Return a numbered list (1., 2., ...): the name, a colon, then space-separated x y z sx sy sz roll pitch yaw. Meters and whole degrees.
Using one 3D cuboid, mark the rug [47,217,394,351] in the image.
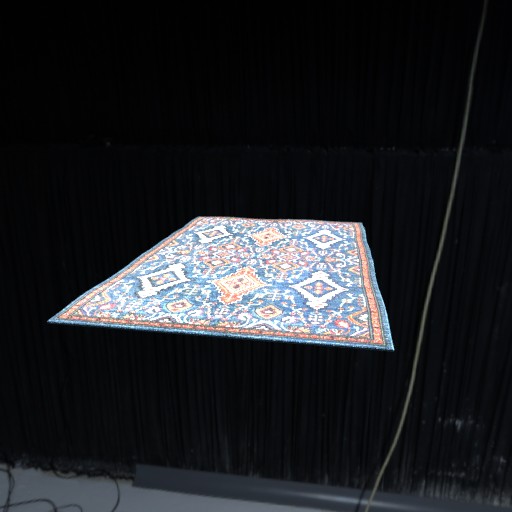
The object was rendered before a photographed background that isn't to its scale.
1. rug: 0.000 0.000 2.330 1.195 0.014 1.847 3 17 9
